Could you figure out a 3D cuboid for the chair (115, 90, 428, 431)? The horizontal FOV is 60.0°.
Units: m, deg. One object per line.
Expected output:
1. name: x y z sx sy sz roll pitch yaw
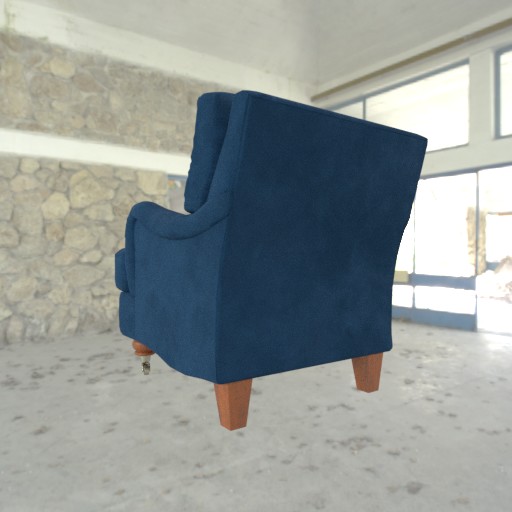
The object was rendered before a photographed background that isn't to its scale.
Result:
1. chair: 0.000 0.000 1.854 0.895 1.076 1.078 0 0 -36
